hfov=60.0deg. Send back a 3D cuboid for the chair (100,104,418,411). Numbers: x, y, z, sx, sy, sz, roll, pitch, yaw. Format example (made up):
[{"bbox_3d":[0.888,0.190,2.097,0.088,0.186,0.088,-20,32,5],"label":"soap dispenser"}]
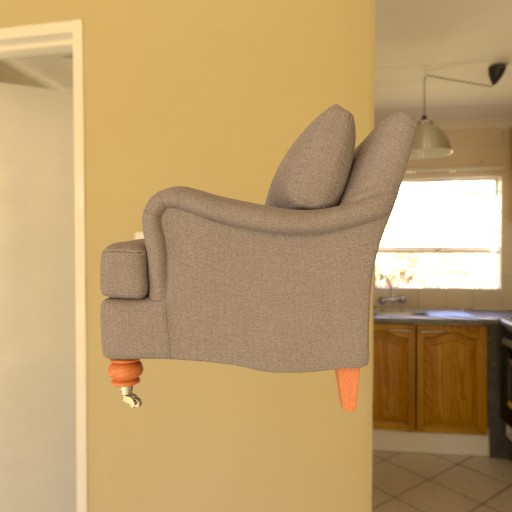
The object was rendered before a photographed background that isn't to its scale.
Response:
[{"bbox_3d":[0.000,0.000,1.884,1.070,1.038,0.955,0,1,0],"label":"chair"}]
